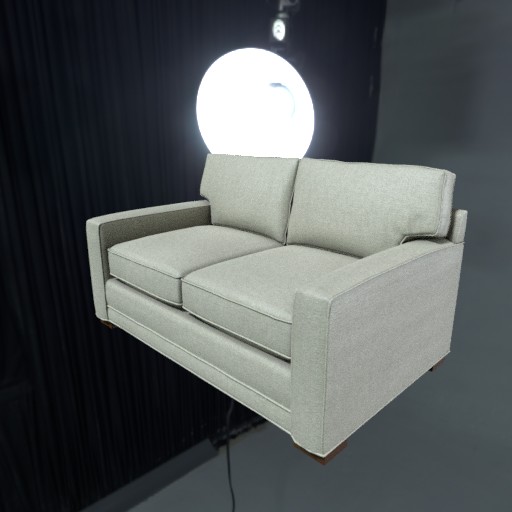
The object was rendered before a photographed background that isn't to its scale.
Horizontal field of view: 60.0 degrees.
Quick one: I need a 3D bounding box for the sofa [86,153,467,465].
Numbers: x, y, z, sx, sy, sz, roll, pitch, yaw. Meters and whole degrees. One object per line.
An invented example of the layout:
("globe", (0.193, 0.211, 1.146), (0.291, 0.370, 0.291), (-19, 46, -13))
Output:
("sofa", (0.000, 0.000, 2.025), (0.940, 0.853, 1.484), (-16, 23, -43))
